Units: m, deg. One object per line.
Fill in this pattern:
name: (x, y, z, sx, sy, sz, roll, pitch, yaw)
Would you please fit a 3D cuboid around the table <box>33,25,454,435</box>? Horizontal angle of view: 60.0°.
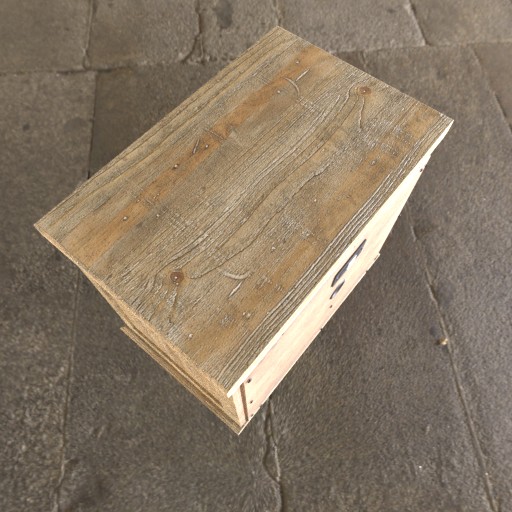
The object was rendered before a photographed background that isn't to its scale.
table: (0.000, 0.000, 1.133, 0.457, 0.711, 0.686, 36, 69, 17)
